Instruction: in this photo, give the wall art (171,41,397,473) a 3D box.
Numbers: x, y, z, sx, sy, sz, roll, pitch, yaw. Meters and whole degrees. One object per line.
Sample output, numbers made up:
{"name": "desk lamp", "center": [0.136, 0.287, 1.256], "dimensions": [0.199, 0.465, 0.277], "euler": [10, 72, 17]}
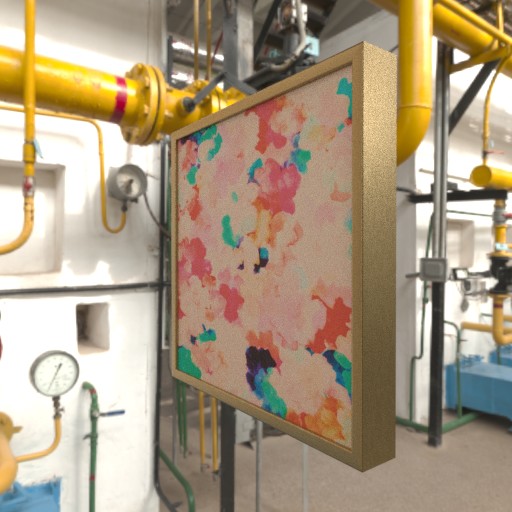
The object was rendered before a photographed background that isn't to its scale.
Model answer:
{"name": "wall art", "center": [0.000, 0.000, 0.446], "dimensions": [0.038, 0.305, 0.304], "euler": [0, 1, -37]}
